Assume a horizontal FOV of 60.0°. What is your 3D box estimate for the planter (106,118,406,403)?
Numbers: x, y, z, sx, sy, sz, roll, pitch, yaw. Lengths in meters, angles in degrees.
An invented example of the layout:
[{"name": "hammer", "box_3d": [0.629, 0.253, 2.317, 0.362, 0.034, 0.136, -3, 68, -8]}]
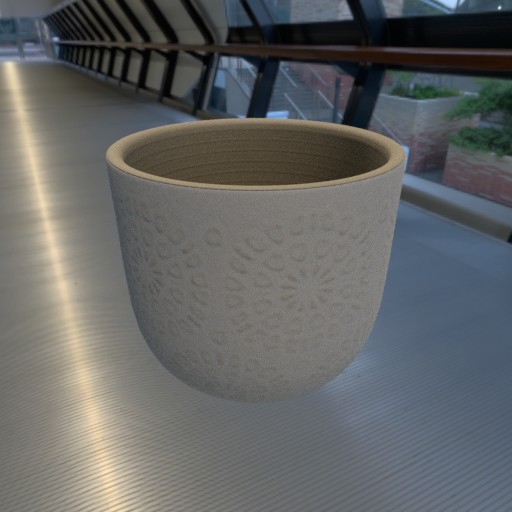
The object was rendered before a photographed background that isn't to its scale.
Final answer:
[{"name": "planter", "box_3d": [0.000, 0.000, 0.216, 0.124, 0.109, 0.124, 0, 27, 0]}]
